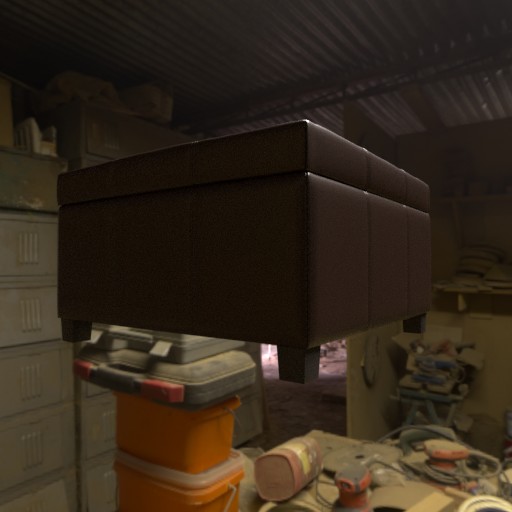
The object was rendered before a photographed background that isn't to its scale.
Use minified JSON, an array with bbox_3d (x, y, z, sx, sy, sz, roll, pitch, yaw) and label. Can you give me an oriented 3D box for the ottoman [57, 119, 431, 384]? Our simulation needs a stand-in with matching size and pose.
[{"bbox_3d":[0.000,0.000,1.276,0.787,0.460,0.788,-1,-2,36],"label":"ottoman"}]
